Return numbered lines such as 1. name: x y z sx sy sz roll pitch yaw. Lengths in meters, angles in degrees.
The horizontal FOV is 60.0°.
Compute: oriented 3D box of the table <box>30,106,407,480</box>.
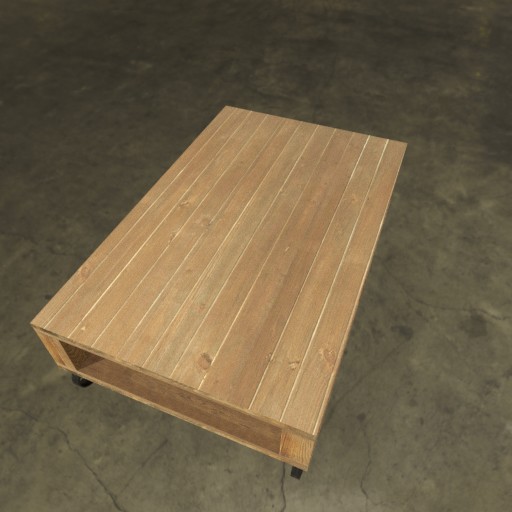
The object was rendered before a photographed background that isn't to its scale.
1. table: 0.000 0.000 1.685 0.827 0.413 1.299 17 49 15
